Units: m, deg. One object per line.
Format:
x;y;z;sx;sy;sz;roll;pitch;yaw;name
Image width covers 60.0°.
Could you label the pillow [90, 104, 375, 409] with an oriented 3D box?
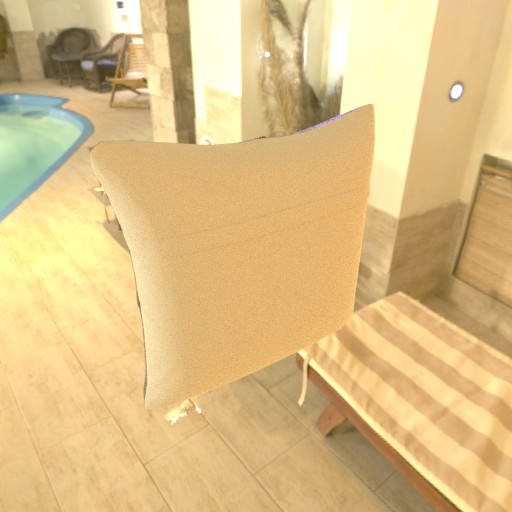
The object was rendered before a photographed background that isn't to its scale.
0.000;0.000;0.762;0.484;0.470;0.192;-18;35;-27;pillow
